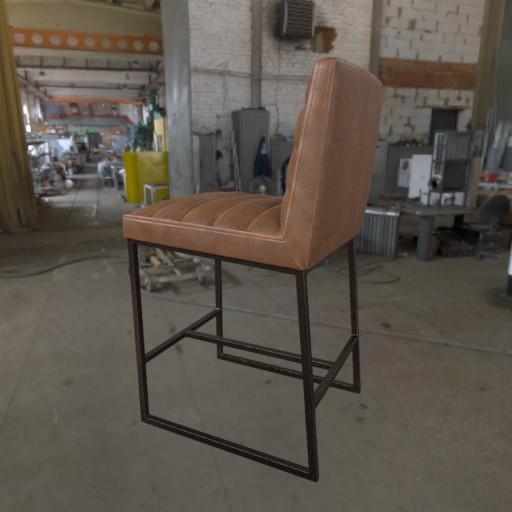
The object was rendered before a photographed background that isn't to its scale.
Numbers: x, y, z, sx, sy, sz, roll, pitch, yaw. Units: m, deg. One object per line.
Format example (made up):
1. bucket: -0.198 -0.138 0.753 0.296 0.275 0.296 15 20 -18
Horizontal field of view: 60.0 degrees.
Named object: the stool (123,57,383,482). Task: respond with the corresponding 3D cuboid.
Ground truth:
1. stool: 0.000 0.000 1.230 0.562 0.942 0.463 7 17 25
